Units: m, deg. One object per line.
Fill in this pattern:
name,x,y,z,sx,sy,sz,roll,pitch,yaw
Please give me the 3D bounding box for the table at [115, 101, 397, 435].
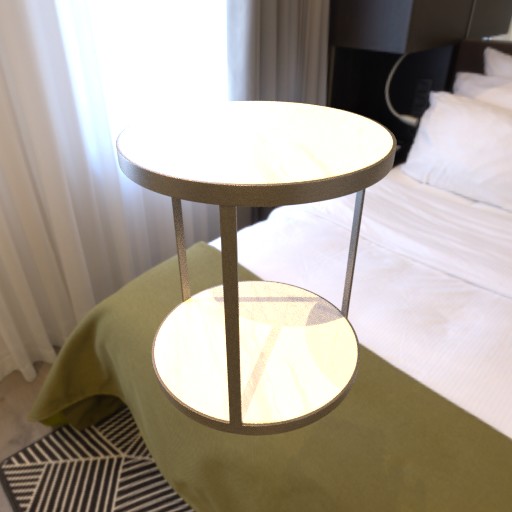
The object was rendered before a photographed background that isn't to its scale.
table,0.000,0.000,0.852,0.445,0.479,0.445,0,32,0
